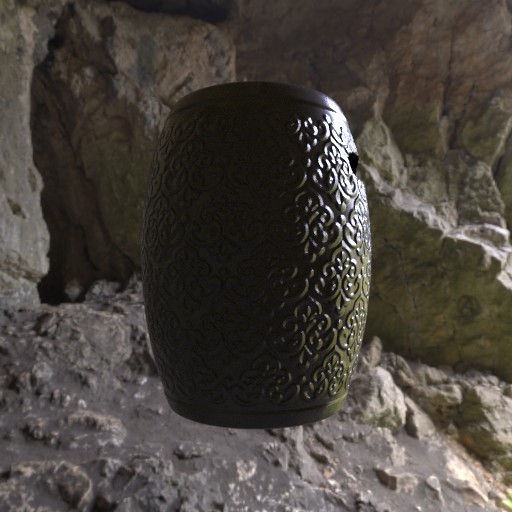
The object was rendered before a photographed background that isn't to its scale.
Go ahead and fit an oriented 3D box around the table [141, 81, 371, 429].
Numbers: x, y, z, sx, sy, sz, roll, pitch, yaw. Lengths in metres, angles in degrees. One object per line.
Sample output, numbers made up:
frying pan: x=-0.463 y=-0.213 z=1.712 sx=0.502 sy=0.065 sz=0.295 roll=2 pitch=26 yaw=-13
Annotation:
table: x=0.000 y=0.000 z=0.614 sx=0.309 sy=0.397 sz=0.309 roll=0 pitch=-2 yaw=0
